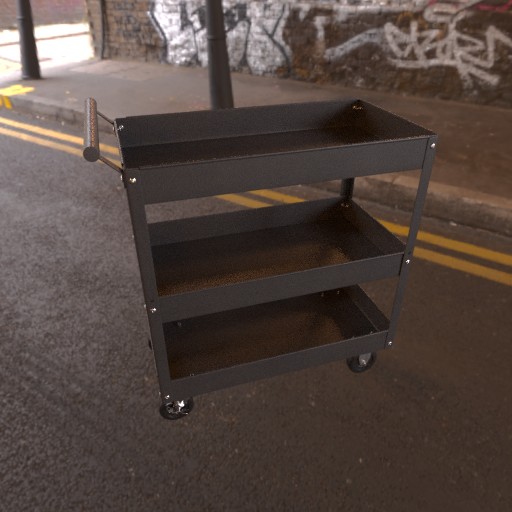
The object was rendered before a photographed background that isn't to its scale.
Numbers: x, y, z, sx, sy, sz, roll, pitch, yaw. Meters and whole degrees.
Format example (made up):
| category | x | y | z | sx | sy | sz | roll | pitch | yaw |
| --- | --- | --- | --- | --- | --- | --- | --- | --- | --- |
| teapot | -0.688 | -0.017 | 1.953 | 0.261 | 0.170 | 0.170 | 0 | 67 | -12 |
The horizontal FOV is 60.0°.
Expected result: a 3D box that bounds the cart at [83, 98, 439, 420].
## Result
| category | x | y | z | sx | sy | sz | roll | pitch | yaw |
| --- | --- | --- | --- | --- | --- | --- | --- | --- | --- |
| cart | 0.000 | 0.000 | 1.176 | 0.719 | 0.780 | 0.366 | -10 | 34 | -15 |
